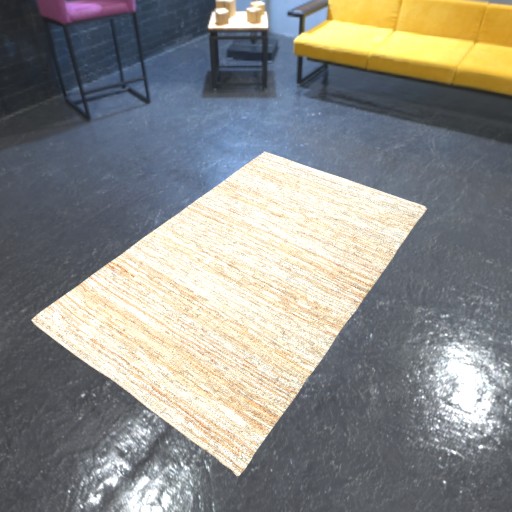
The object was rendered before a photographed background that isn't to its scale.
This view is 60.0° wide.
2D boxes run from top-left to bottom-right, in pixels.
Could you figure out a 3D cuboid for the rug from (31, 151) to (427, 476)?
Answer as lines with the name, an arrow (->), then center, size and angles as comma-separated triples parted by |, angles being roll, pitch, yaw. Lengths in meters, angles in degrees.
rug -> 0.000, 0.000, 2.995 | 1.529, 0.009, 2.446 | 25, 48, 25
